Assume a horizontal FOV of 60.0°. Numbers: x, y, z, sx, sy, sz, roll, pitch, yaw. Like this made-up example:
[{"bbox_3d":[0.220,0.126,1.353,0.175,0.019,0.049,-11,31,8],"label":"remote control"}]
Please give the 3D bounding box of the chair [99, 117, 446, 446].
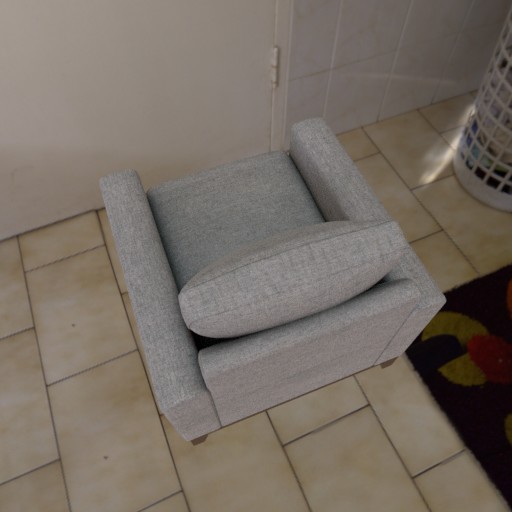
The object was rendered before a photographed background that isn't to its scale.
[{"bbox_3d":[0.000,0.000,1.841,1.024,1.010,1.038,-18,60,-11],"label":"chair"}]
